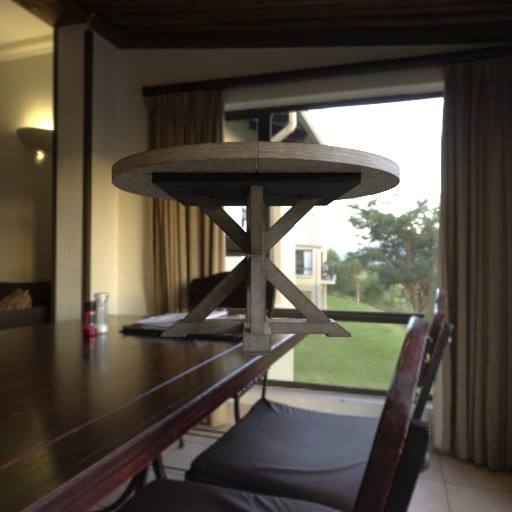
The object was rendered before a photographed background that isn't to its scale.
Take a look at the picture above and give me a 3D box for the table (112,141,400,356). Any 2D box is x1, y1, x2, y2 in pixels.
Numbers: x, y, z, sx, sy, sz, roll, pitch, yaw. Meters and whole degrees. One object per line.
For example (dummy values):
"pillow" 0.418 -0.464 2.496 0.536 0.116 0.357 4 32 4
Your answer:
"table" 0.000 0.000 2.193 1.363 0.781 1.363 0 0 0
